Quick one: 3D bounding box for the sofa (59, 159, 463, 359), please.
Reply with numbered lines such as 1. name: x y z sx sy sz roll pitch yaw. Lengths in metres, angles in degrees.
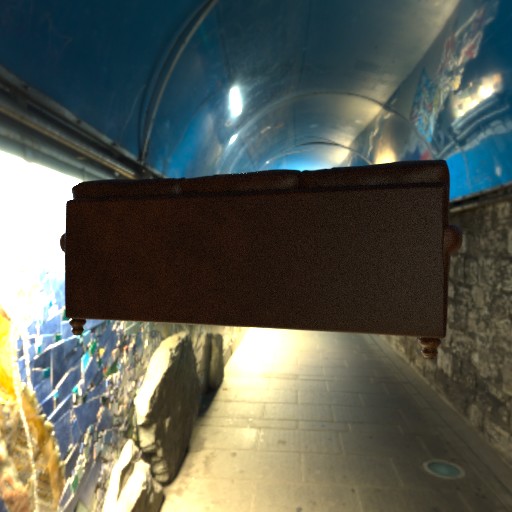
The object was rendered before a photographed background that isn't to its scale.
1. sofa: 0.000 0.000 2.816 2.351 0.977 0.973 0 0 18
